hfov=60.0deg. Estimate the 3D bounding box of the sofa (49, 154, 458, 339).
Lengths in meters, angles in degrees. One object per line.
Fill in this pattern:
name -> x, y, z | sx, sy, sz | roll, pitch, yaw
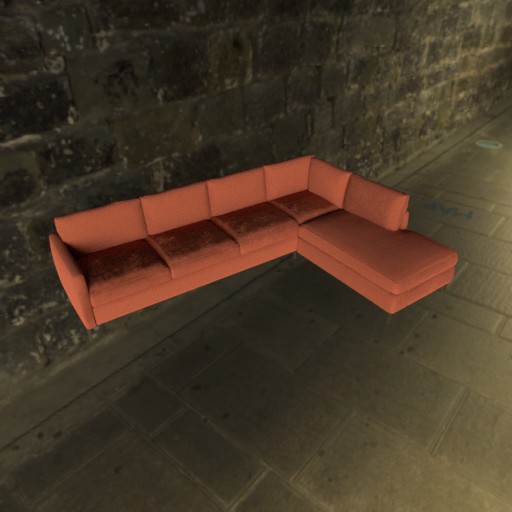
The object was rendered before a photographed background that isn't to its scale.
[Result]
sofa -> 0.000, 0.000, 3.567 | 2.736, 0.757, 1.879 | -20, 37, -29
